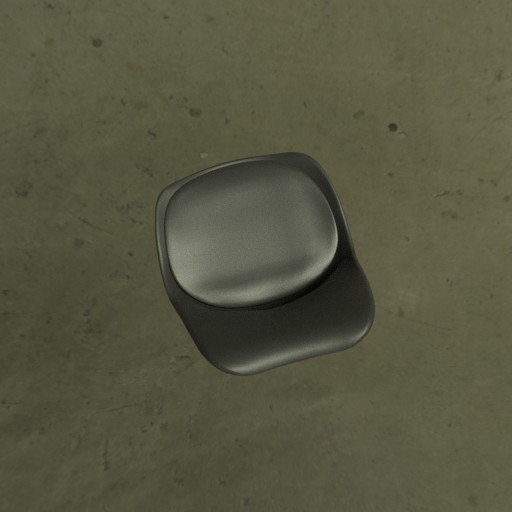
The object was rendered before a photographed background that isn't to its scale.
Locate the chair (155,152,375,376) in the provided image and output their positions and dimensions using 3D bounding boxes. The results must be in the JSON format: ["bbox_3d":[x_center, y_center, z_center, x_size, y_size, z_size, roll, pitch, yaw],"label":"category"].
[{"bbox_3d":[0.000,0.000,1.179,0.485,0.850,0.550,-14,78,-3],"label":"chair"}]
